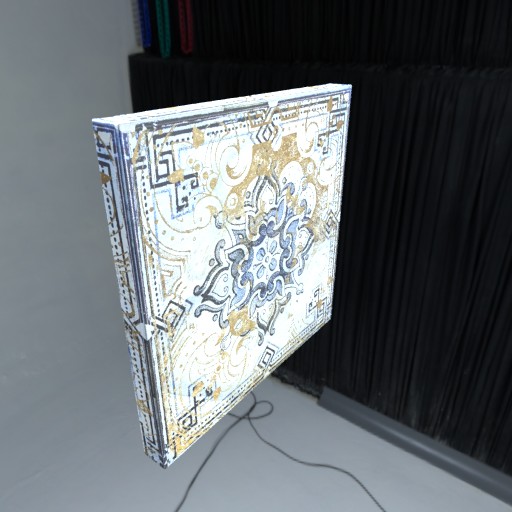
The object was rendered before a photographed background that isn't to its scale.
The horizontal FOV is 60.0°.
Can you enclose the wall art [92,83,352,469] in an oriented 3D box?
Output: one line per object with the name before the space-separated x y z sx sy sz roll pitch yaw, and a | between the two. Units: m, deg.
wall art | 0.000 0.000 0.605 0.038 0.410 0.411 19 32 33
